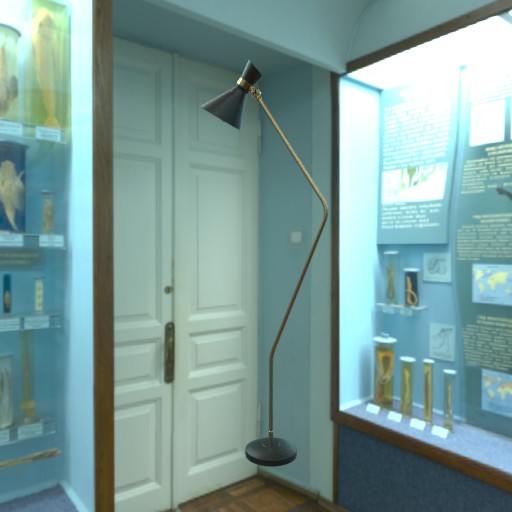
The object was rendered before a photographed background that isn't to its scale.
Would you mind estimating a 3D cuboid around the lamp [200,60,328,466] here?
[{"bbox_3d":[0.000,0.000,1.598,0.277,1.438,0.467,0,1,-36],"label":"lamp"}]
